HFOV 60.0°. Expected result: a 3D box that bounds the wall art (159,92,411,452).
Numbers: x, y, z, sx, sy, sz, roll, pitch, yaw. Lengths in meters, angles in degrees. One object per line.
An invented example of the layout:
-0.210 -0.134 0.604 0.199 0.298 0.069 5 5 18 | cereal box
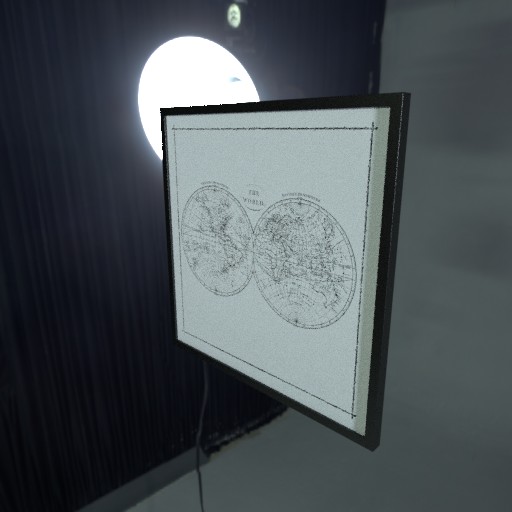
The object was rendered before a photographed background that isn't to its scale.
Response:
0.000 0.000 1.178 0.773 0.775 0.031 15 21 42 | wall art
